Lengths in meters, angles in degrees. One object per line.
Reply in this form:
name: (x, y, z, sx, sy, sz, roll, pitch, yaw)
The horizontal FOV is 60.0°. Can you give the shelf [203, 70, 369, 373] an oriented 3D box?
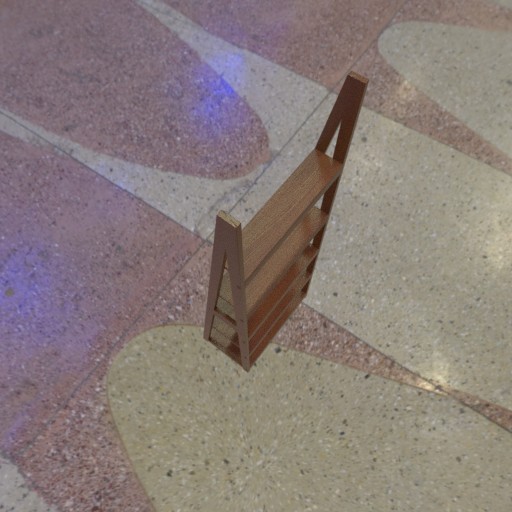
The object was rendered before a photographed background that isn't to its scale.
shelf: (0.000, 0.000, 2.031, 0.356, 1.780, 0.630, 35, 69, 15)
